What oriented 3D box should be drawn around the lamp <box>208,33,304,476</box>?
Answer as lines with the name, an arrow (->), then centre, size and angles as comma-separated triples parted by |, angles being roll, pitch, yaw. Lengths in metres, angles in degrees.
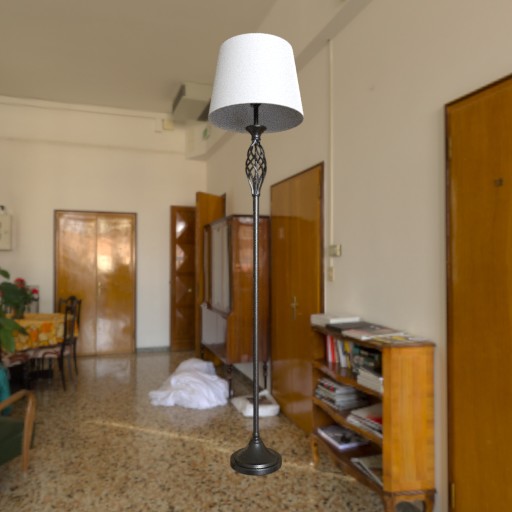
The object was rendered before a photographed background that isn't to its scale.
lamp -> 0.000, 0.000, 1.749 | 0.379, 1.623, 0.379 | 0, -1, 0
